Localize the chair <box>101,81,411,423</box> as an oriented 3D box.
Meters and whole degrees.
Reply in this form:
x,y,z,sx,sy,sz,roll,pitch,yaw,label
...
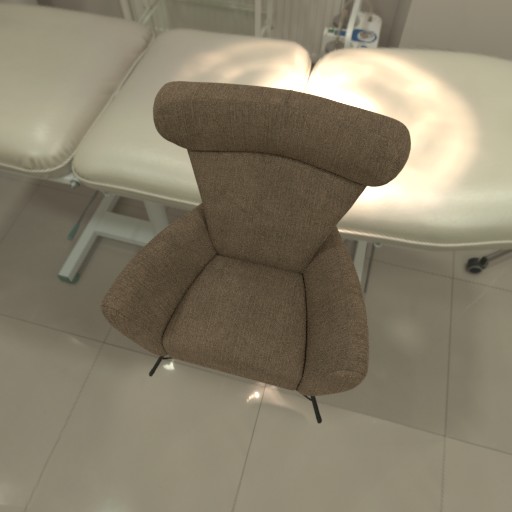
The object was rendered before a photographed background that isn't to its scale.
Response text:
x,y,z,sx,sy,sz,roll,pitch,yaw,label
0.000,0.000,1.776,0.980,1.040,0.900,13,59,8,chair
